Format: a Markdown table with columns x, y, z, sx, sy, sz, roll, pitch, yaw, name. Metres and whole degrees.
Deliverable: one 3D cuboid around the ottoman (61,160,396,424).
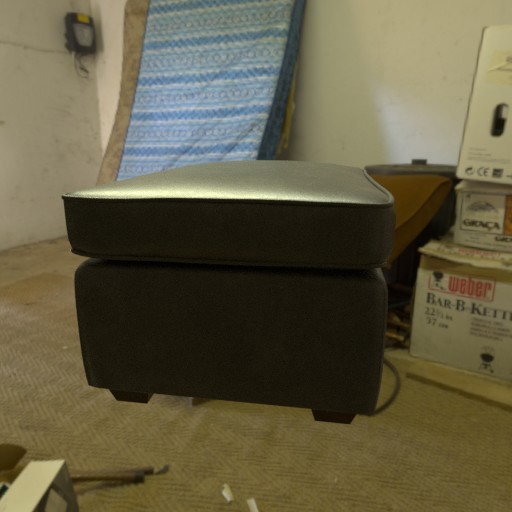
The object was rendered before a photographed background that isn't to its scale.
| x | y | z | sx | sy | sz | roll | pitch | yaw | name |
| --- | --- | --- | --- | --- | --- | --- | --- | --- | --- |
| 0.000 | 0.000 | 1.087 | 0.554 | 0.445 | 0.756 | 2 | 15 | 9 | ottoman |
